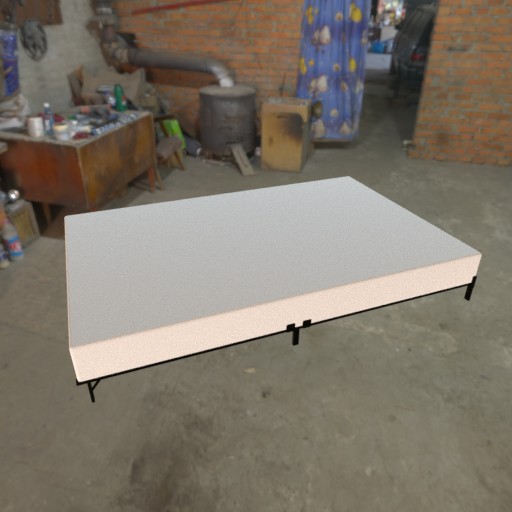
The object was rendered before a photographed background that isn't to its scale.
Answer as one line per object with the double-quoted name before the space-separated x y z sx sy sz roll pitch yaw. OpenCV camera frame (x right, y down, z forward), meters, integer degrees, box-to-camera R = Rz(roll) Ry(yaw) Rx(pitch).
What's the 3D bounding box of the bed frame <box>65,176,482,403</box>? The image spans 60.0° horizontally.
"bed frame" 0.000 0.000 3.798 2.987 0.440 1.930 -11 31 -19
